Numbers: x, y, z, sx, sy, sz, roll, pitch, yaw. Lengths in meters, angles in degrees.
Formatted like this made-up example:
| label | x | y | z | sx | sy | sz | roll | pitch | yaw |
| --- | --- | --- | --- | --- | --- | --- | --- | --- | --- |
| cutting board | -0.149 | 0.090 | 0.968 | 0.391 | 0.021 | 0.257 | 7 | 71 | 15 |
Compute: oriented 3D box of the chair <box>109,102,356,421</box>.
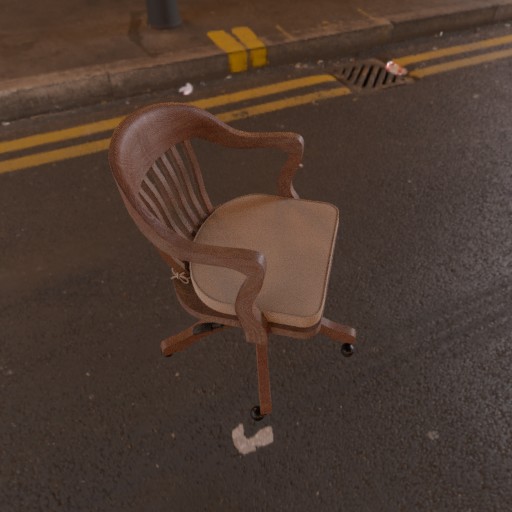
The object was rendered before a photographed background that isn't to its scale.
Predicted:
| label | x | y | z | sx | sy | sz | roll | pitch | yaw |
| --- | --- | --- | --- | --- | --- | --- | --- | --- | --- |
| chair | 0.000 | 0.000 | 1.490 | 0.788 | 0.878 | 0.750 | 10 | 47 | 10 |
